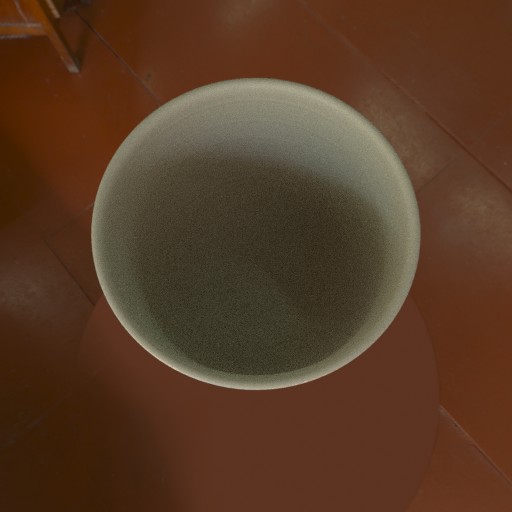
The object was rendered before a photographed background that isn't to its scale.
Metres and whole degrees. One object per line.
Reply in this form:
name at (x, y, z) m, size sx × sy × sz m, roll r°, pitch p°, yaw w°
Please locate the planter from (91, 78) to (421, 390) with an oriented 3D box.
planter at (0.000, 0.000, 0.219) m, size 0.124 × 0.109 × 0.124 m, roll 0°, pitch 75°, yaw 0°
